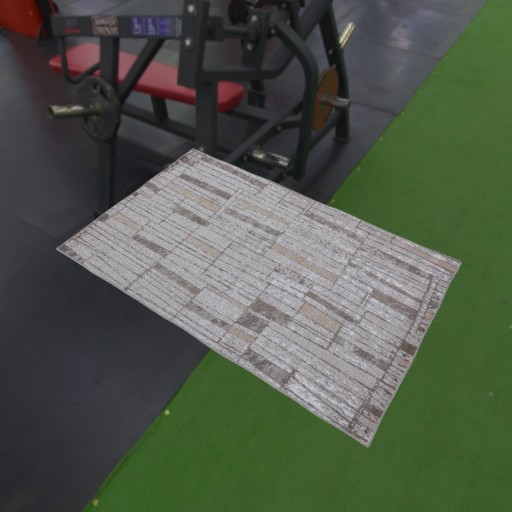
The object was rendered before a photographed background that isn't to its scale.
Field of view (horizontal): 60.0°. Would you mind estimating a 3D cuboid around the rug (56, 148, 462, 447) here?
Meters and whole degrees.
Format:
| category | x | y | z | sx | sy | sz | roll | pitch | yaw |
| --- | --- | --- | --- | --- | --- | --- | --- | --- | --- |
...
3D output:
| category | x | y | z | sx | sy | sz | roll | pitch | yaw |
| --- | --- | --- | --- | --- | --- | --- | --- | --- | --- |
| rug | 0.000 | 0.000 | 3.137 | 2.444 | 0.023 | 1.531 | 27 | 53 | 23 |
